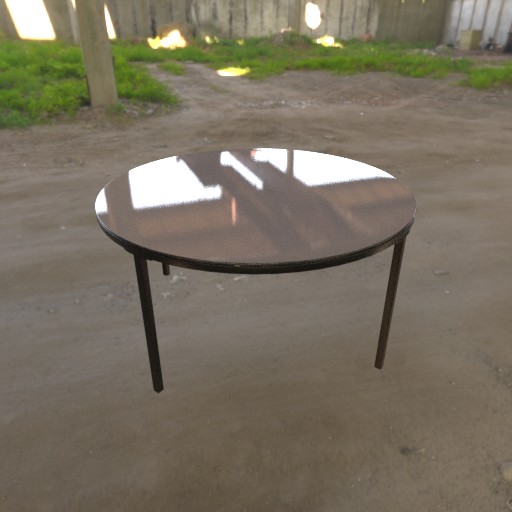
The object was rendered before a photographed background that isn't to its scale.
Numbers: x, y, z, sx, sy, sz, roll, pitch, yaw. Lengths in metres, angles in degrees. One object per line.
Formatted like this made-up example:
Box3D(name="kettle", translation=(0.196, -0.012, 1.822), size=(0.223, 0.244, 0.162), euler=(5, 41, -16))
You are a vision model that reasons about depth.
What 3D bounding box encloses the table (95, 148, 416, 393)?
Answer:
Box3D(name="table", translation=(0.000, 0.000, 1.250), size=(0.800, 0.400, 0.800), euler=(0, 28, 0))
